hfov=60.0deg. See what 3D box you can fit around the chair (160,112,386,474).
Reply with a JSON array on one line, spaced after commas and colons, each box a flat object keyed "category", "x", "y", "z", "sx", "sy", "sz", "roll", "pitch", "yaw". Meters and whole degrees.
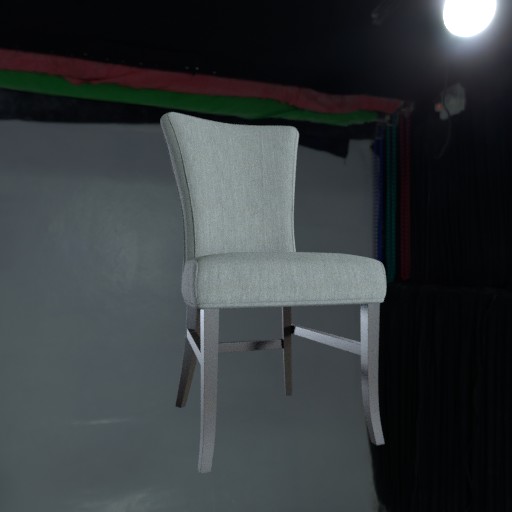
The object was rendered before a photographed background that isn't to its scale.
[{"category": "chair", "x": 0.000, "y": 0.000, "z": 1.371, "sx": 0.520, "sy": 0.991, "sz": 0.660, "roll": 1, "pitch": -2, "yaw": -20}]
